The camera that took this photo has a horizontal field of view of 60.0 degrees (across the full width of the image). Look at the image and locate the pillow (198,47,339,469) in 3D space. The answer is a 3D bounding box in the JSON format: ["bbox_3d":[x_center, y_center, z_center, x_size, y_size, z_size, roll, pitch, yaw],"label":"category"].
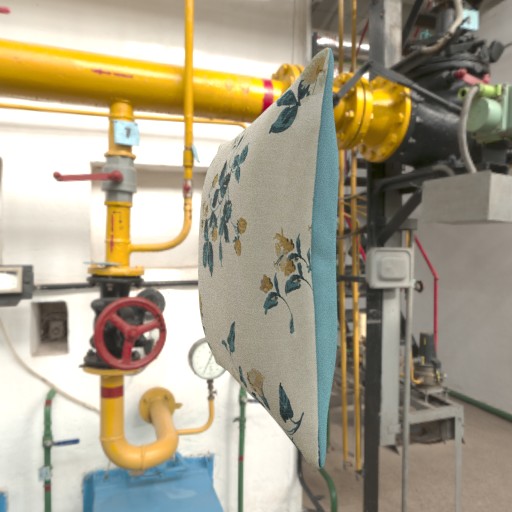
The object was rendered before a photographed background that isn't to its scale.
[{"bbox_3d":[0.000,0.000,0.778,0.166,0.507,0.526,0,1,-18],"label":"pillow"}]
